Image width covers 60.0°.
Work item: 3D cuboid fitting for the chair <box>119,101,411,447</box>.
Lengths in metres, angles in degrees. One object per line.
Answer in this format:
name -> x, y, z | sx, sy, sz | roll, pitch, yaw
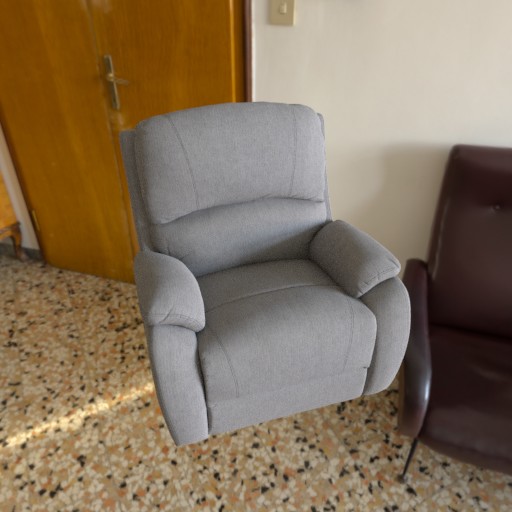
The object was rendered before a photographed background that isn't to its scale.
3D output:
chair -> 0.000, 0.000, 1.733 | 0.930, 1.011, 0.899 | -10, 34, -15
